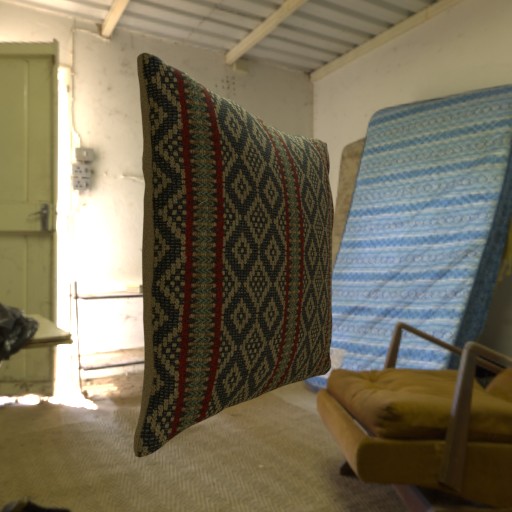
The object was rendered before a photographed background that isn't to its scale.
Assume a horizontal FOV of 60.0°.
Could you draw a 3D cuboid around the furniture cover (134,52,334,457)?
[{"bbox_3d":[0.000,0.000,0.643,0.139,0.431,0.431,-1,-1,35],"label":"furniture cover"}]
